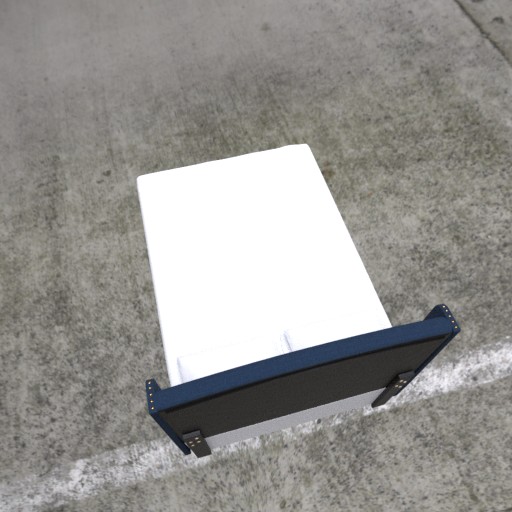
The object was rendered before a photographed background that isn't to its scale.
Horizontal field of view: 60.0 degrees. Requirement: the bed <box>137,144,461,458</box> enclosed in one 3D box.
[{"bbox_3d":[0.000,0.000,3.214,1.604,1.402,2.223,-13,59,-8],"label":"bed"}]
